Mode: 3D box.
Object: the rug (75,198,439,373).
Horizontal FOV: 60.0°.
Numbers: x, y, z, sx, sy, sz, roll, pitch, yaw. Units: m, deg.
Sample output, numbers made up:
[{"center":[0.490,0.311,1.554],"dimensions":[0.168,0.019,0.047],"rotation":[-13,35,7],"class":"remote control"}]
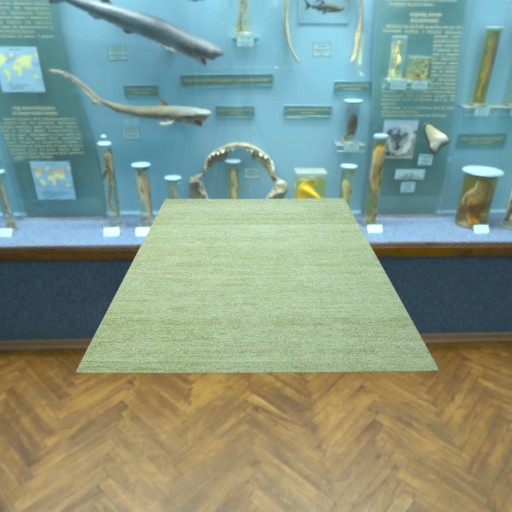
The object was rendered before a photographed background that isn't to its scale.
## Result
[{"center":[0.000,0.000,2.963],"dimensions":[1.606,0.017,2.270],"rotation":[0,27,0],"class":"rug"}]
